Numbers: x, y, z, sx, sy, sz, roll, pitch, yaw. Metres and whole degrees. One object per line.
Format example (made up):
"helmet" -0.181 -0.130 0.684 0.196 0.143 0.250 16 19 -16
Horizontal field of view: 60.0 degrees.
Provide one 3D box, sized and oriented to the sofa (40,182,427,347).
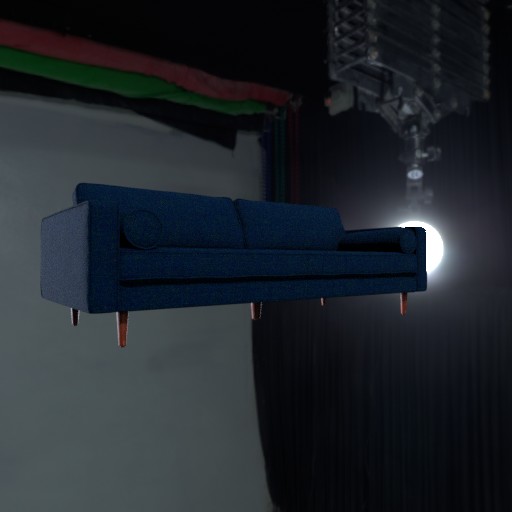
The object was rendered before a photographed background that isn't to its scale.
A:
"sofa" 0.000 0.000 2.654 2.210 0.762 0.914 1 -1 -36
